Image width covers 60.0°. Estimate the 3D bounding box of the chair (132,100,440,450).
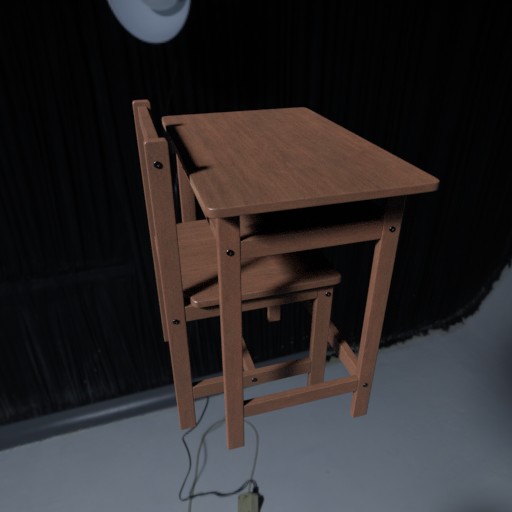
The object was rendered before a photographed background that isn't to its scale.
[{"bbox_3d":[0.000,0.000,1.052,0.463,0.673,0.599,-9,31,-14],"label":"chair"}]
